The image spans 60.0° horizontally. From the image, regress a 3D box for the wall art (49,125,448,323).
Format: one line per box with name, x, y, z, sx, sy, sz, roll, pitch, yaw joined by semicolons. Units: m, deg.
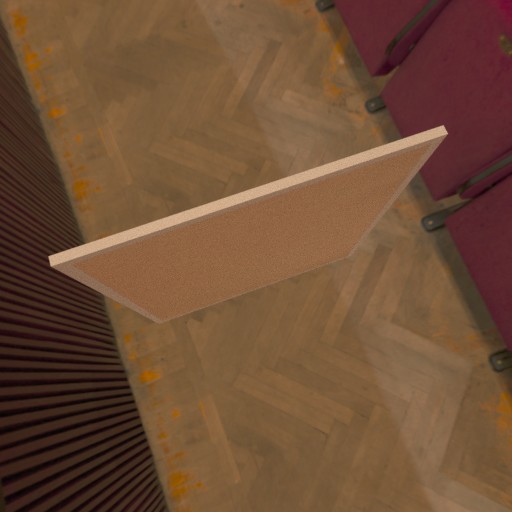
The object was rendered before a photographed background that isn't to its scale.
wall art;0.000;0.000;0.777;0.482;0.557;0.012;-19;76;-5
